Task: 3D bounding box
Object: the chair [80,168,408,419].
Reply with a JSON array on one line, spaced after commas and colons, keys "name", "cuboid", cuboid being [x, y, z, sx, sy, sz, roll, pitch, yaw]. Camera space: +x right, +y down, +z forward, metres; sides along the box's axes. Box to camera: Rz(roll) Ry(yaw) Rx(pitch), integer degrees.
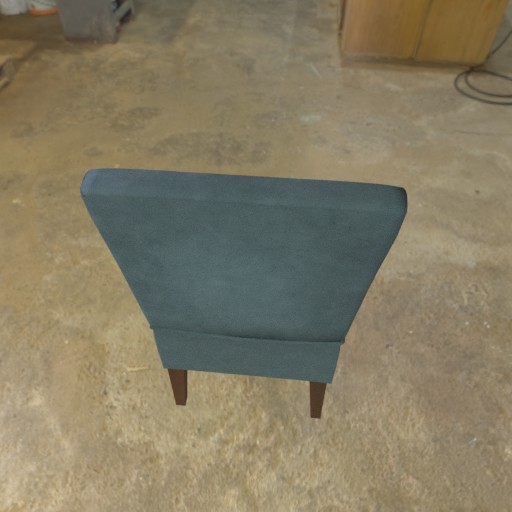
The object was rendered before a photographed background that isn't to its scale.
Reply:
[{"name": "chair", "cuboid": [0.000, 0.000, 1.149, 0.521, 0.806, 0.551, 4, 46, 4]}]
